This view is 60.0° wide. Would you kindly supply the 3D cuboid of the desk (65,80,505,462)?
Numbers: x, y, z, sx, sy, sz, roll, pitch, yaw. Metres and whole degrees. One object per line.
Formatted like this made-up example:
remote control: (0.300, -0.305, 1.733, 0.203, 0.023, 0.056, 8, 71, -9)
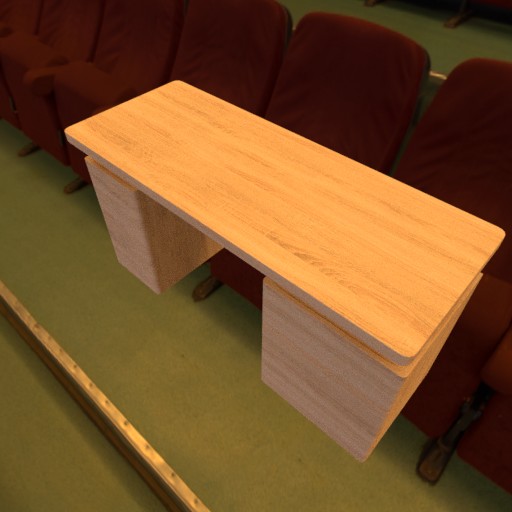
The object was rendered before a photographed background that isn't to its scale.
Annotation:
desk: (0.000, 0.000, 1.692, 1.400, 0.760, 0.550, 33, 55, 28)
